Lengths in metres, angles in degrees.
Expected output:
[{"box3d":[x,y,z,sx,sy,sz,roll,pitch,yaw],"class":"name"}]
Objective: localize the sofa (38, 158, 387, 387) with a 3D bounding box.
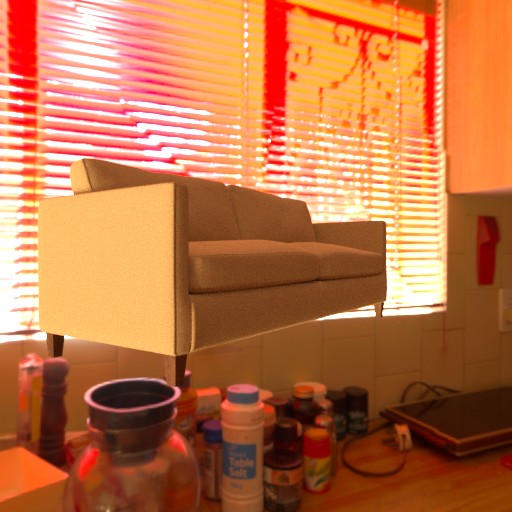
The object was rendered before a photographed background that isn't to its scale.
[{"box3d":[0.000,0.000,2.814,0.951,0.968,2.361,0,0,35],"class":"sofa"}]
